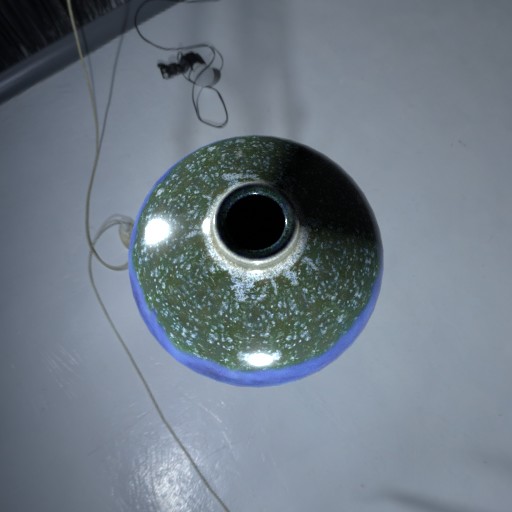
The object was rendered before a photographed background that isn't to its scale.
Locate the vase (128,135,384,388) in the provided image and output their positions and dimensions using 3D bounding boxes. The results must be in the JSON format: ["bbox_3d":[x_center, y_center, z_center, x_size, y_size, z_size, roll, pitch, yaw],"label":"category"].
[{"bbox_3d":[0.000,0.000,0.268,0.154,0.133,0.154,0,76,0],"label":"vase"}]
